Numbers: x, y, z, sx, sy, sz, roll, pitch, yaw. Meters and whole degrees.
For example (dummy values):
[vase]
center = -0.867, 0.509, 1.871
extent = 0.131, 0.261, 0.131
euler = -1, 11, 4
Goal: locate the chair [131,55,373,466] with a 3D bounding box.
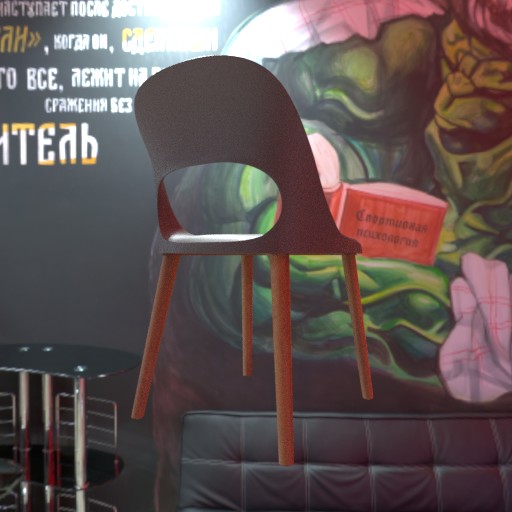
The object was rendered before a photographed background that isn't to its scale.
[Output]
[chair]
center = 0.000, 0.000, 1.137
extent = 0.470, 0.795, 0.556
euler = 0, 0, 34
